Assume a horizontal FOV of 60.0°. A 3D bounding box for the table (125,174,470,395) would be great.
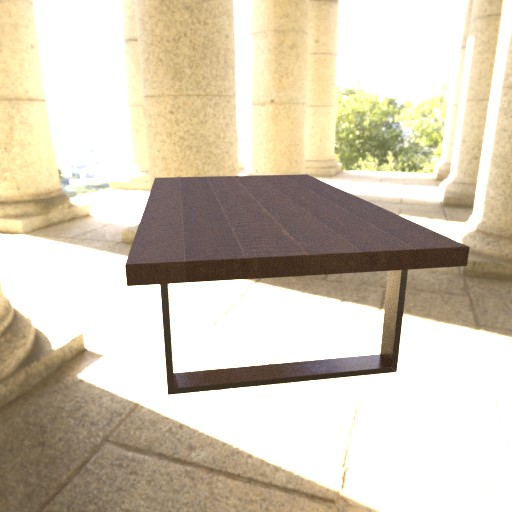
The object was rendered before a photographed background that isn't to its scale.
[{"bbox_3d":[0.000,0.000,1.720,0.800,0.440,1.400,-3,18,-9],"label":"table"}]
